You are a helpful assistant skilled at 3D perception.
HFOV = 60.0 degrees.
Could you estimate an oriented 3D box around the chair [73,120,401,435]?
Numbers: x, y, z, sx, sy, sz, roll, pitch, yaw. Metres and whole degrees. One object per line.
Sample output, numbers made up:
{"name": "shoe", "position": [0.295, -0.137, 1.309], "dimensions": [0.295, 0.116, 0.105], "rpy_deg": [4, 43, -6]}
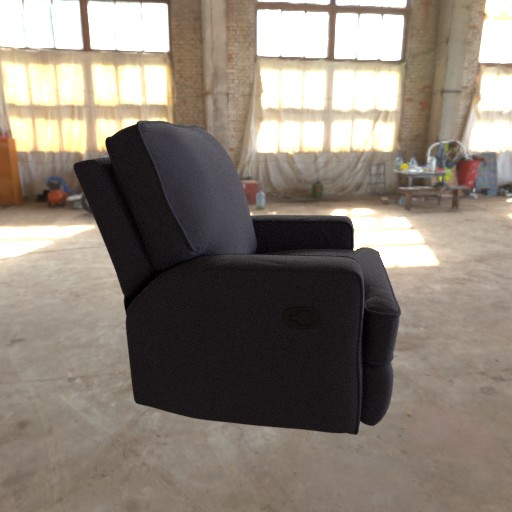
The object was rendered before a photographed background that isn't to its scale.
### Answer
{"name": "chair", "position": [0.000, 0.000, 1.656], "dimensions": [0.964, 0.962, 0.861], "rpy_deg": [3, 16, 9]}
